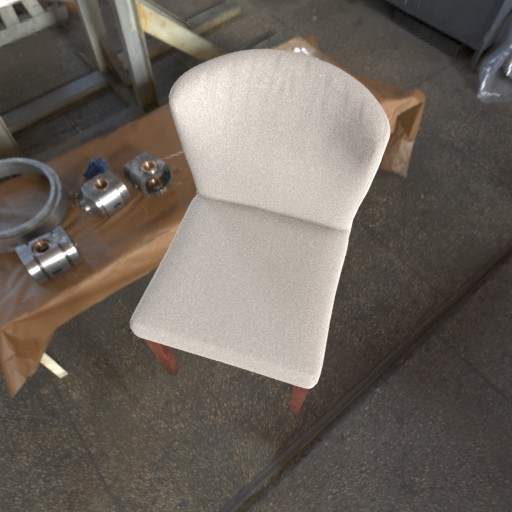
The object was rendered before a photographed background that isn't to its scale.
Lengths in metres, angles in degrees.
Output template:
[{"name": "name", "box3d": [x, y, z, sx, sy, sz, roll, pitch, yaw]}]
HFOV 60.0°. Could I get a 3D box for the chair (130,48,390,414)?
[{"name": "chair", "box3d": [0.000, 0.000, 1.192, 0.491, 0.839, 0.592, 15, 60, 9]}]
